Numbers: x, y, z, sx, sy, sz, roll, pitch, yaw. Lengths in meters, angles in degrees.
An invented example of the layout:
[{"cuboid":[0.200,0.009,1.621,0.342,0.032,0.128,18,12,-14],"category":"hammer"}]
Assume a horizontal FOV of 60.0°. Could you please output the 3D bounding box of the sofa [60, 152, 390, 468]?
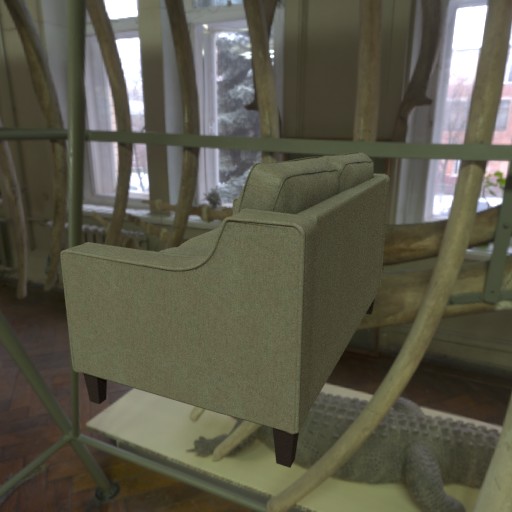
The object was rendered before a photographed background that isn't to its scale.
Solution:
[{"cuboid":[0.000,0.000,2.144,0.985,0.981,1.503,7,18,24],"category":"sofa"}]
